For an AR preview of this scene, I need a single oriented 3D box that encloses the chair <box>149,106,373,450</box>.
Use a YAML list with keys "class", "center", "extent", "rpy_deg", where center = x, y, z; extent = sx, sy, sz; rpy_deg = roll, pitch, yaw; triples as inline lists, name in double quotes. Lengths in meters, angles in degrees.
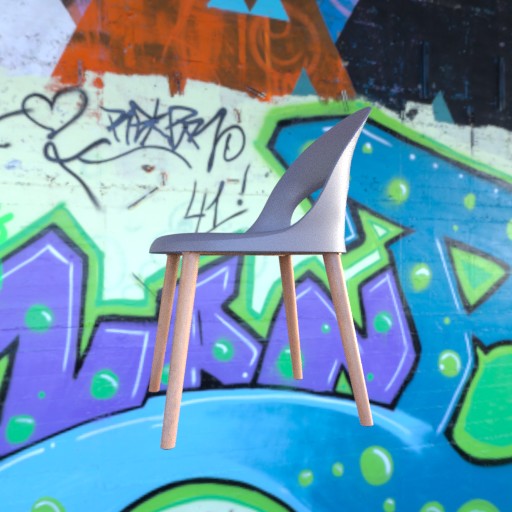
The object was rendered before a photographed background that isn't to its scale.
- class: "chair"
  center: [0.000, 0.000, 1.183]
  extent: [0.556, 0.795, 0.470]
  rpy_deg: [0, -1, -17]
